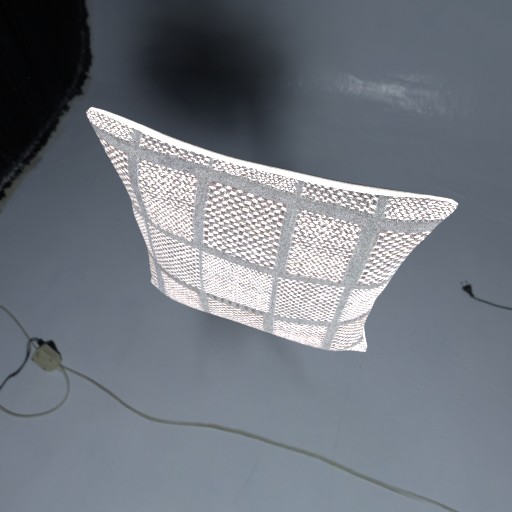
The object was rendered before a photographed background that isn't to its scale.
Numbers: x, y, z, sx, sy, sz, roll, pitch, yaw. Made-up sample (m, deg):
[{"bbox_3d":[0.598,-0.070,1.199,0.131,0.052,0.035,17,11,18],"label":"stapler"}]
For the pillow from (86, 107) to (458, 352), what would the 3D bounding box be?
[{"bbox_3d":[0.000,0.000,0.671,0.435,0.432,0.138,17,60,10],"label":"pillow"}]
